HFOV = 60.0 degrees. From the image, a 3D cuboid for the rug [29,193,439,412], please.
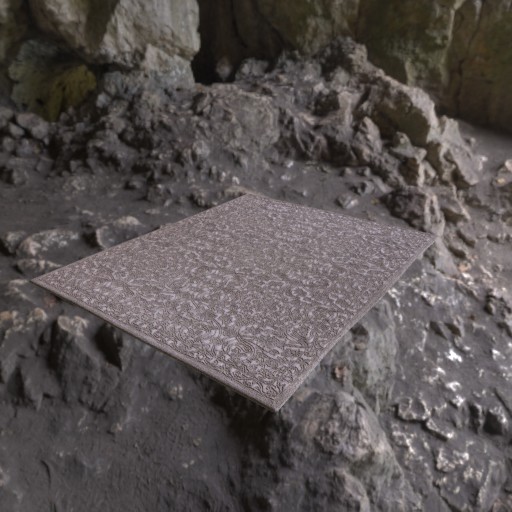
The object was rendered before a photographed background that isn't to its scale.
[{"bbox_3d":[0.000,0.000,4.109,2.472,0.035,3.017,17,30,32],"label":"rug"}]
